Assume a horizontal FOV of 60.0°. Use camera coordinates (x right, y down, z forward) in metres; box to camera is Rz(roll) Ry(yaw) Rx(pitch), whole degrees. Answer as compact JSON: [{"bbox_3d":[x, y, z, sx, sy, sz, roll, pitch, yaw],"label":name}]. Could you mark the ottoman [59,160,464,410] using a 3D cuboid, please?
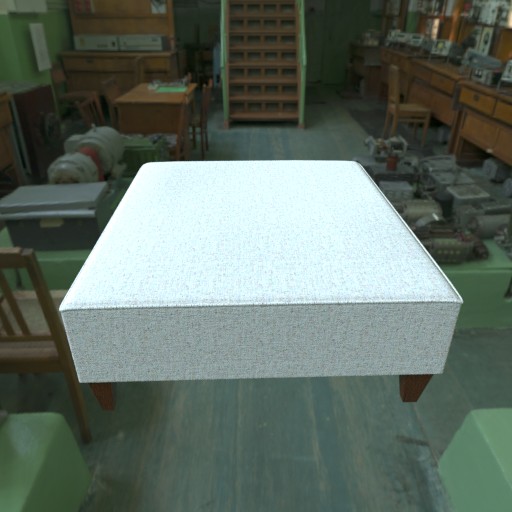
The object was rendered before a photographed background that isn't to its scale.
[{"bbox_3d":[0.000,0.000,1.226,0.736,0.303,0.835,-1,30,-2],"label":"ottoman"}]
